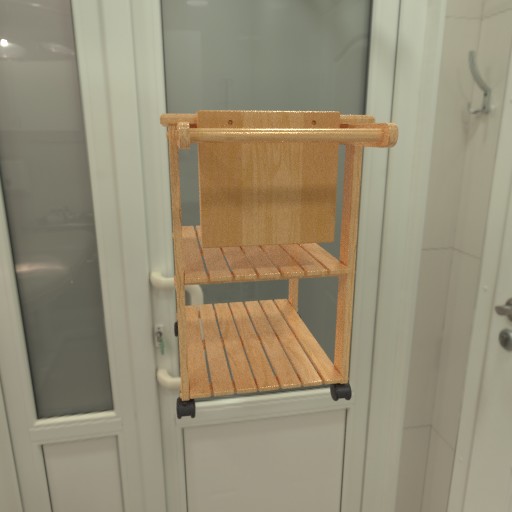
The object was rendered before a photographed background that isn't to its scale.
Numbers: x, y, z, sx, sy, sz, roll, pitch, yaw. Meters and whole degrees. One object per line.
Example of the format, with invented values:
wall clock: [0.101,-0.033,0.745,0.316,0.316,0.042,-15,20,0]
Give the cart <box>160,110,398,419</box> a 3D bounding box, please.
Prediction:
cart: [0.000,0.000,1.345,0.520,0.816,0.843,-3,16,-10]
